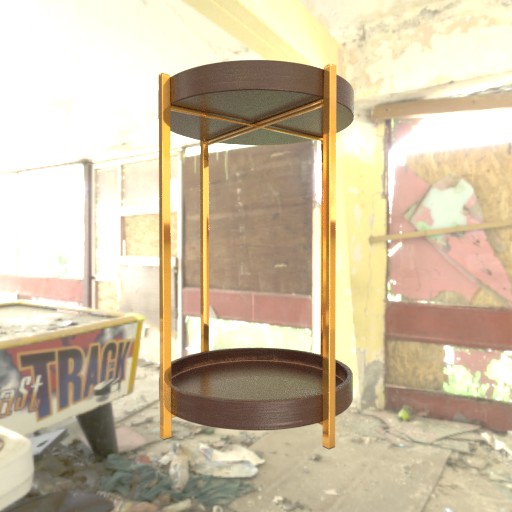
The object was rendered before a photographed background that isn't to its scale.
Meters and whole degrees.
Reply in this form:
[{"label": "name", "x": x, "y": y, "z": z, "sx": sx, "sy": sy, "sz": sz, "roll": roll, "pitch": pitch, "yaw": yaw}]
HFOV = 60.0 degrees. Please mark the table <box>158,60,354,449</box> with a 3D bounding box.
[{"label": "table", "x": 0.000, "y": 0.000, "z": 0.861, "sx": 0.400, "sy": 0.610, "sz": 0.400, "roll": -1, "pitch": 1, "yaw": -38}]
